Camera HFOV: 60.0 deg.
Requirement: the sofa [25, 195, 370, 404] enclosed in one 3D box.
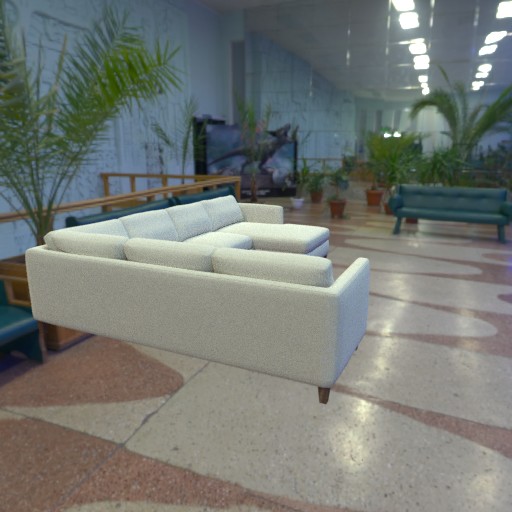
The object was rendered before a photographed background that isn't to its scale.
[{"bbox_3d":[0.000,0.000,4.408,2.551,0.853,3.238,7,15,24],"label":"sofa"}]
